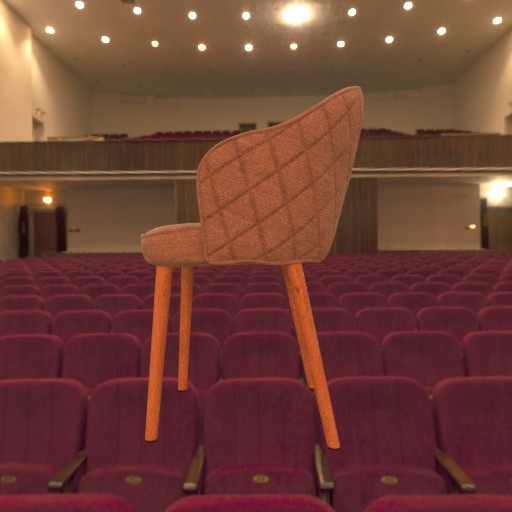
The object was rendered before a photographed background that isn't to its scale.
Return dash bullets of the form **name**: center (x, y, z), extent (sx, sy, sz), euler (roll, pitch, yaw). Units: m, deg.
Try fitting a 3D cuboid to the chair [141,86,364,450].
- **chair**: center (0.000, 0.000, 1.134), extent (0.530, 0.800, 0.540), euler (0, 0, 1)
